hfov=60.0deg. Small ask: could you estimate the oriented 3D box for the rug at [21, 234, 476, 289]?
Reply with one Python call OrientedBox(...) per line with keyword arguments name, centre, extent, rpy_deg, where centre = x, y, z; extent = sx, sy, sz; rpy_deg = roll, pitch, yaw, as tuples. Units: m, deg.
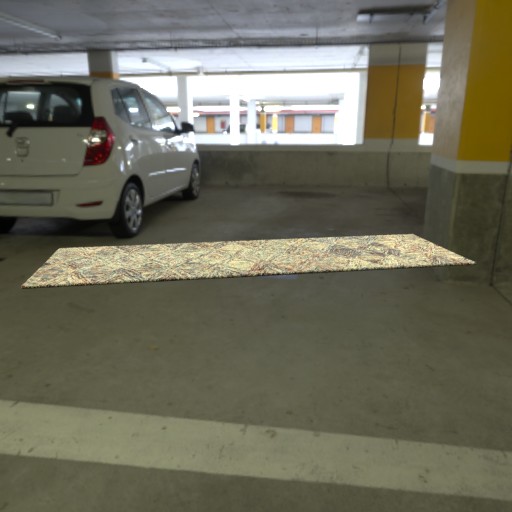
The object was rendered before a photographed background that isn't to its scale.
OrientedBox(name="rug", centre=(0.000, 0.000, 2.522), extent=(2.292, 0.015, 0.688), rpy_deg=(-3, 16, -9))
